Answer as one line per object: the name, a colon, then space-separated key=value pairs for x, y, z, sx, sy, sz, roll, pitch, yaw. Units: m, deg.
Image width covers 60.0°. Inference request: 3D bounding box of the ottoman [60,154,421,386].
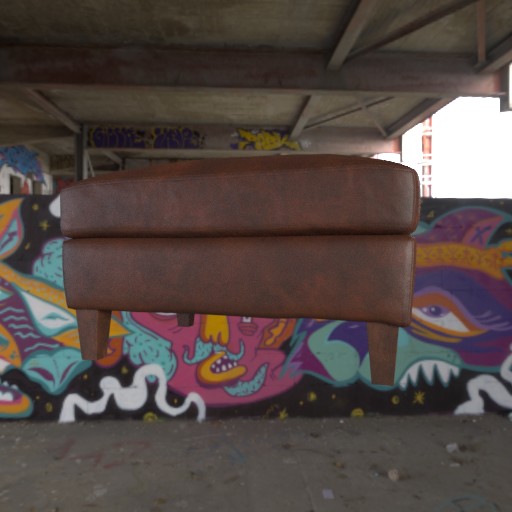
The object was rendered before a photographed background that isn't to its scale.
ottoman: x=0.000 y=0.000 z=1.288 sx=0.887 sy=0.527 sz=0.659 roll=0 pitch=1 yaw=17
